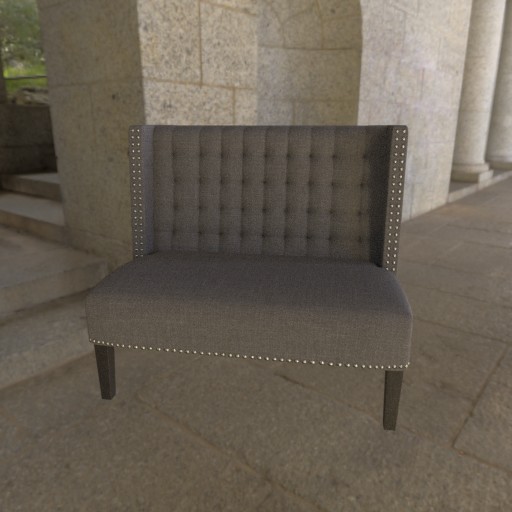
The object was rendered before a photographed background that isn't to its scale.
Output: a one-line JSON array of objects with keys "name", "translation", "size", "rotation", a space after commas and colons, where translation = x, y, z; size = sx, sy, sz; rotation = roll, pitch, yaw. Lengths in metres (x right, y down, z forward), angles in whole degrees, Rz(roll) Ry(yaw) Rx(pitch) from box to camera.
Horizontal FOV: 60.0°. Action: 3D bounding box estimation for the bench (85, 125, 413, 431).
[{"name": "bench", "translation": [0.000, 0.000, 1.983], "size": [1.276, 1.121, 0.842], "rotation": [3, 17, 9]}]
